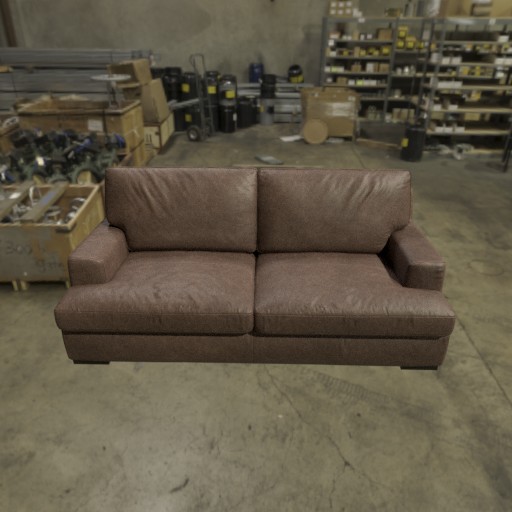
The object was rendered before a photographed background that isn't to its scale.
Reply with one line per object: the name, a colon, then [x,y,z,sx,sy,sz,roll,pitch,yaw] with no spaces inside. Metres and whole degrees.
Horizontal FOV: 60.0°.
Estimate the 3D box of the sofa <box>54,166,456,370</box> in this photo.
sofa: [0.000,0.000,2.828,2.261,0.941,1.143,1,28,1]
